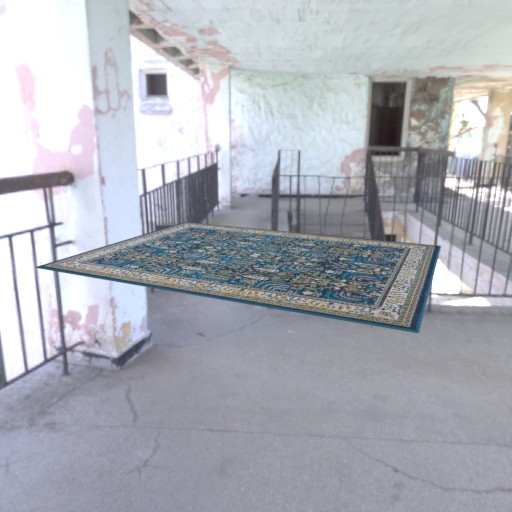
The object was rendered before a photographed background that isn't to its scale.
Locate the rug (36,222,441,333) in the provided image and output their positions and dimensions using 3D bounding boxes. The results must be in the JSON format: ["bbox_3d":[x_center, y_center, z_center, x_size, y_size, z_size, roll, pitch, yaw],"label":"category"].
[{"bbox_3d":[0.000,0.000,4.071,3.044,0.015,2.226,7,17,24],"label":"rug"}]
